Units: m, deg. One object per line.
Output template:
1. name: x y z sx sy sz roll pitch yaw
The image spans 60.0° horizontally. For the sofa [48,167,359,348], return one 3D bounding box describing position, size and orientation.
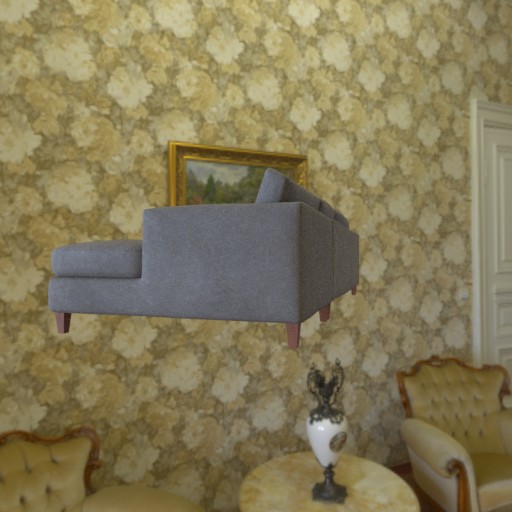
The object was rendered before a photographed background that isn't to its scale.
1. sofa: 0.000 0.000 4.070 1.604 0.950 3.471 0 0 18
